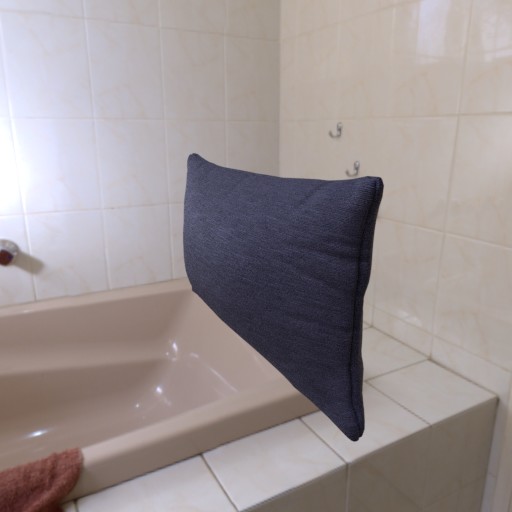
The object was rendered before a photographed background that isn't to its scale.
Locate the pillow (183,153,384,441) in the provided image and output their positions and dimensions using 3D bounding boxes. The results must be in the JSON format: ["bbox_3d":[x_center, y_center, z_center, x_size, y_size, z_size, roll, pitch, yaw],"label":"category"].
[{"bbox_3d":[0.000,0.000,0.801,0.210,0.338,0.633,-8,17,-26],"label":"pillow"}]
